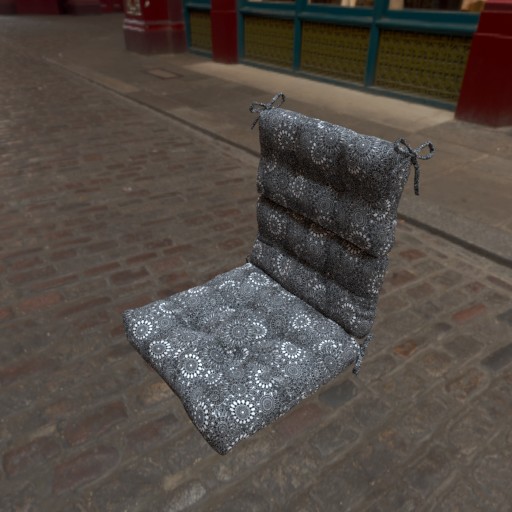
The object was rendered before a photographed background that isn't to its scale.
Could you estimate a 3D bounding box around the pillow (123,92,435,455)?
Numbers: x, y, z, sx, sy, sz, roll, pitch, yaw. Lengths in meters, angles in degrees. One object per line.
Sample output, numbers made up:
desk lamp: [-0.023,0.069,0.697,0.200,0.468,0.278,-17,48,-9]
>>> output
pillow: [0.000,0.000,1.066,0.571,0.605,0.519,-23,39,-31]
